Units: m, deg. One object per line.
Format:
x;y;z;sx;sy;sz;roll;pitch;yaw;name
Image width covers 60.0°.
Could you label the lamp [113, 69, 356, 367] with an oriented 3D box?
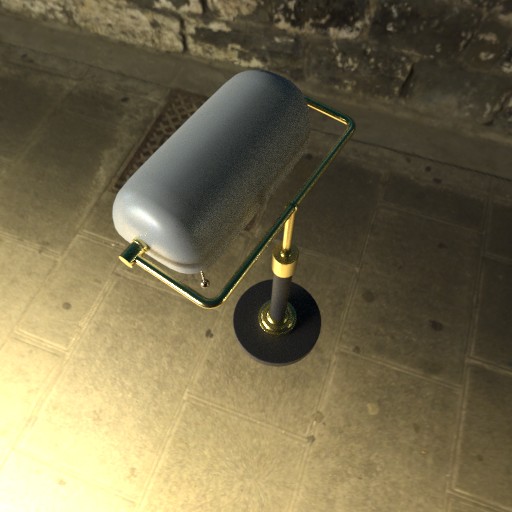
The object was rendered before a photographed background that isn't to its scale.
0.000;0.000;0.568;0.227;0.404;0.269;31;67;15;lamp
